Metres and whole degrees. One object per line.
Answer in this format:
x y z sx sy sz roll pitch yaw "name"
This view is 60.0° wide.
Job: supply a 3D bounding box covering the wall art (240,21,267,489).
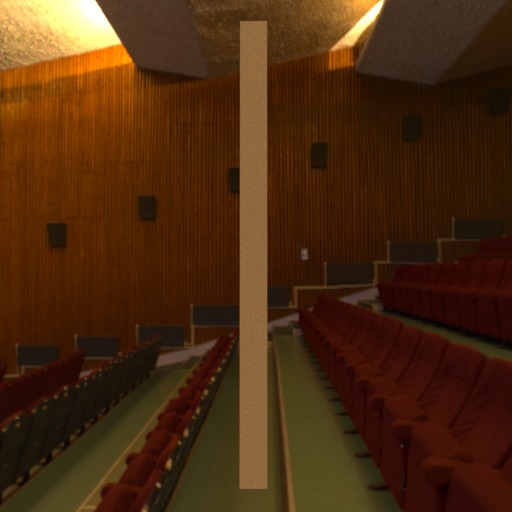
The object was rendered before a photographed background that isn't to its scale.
0.000 0.000 0.552 0.025 0.428 0.293 0 -2 1 "wall art"
